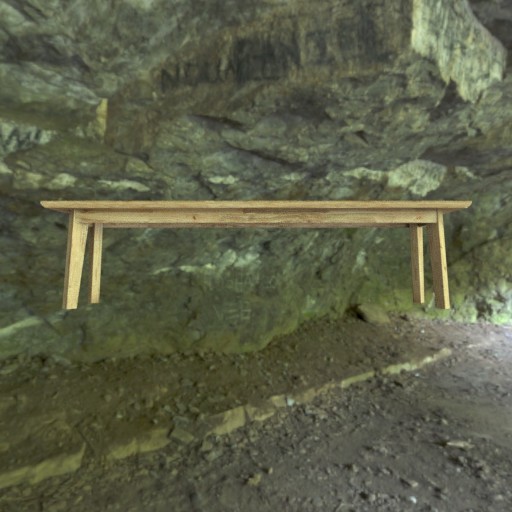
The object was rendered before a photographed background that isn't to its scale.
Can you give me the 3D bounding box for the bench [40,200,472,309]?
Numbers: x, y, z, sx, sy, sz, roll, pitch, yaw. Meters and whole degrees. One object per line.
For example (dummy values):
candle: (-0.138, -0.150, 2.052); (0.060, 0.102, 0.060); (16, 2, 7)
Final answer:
bench: (0.000, 0.000, 1.928); (1.698, 0.431, 0.378); (0, -1, 0)
